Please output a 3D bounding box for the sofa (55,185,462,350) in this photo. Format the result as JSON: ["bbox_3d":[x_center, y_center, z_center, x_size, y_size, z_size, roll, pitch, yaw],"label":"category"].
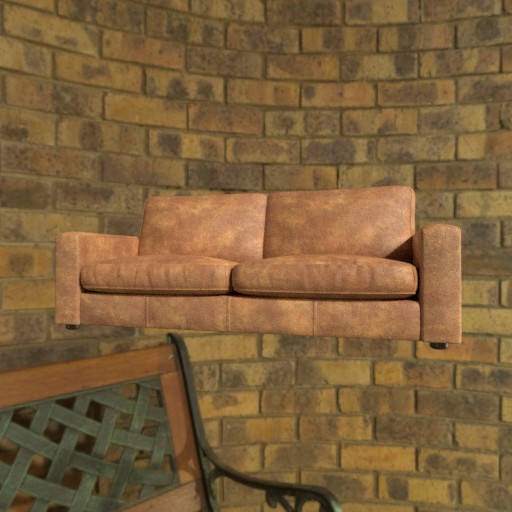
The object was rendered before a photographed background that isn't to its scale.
[{"bbox_3d":[0.000,0.000,2.717,2.179,0.873,1.016,0,0,16],"label":"sofa"}]
